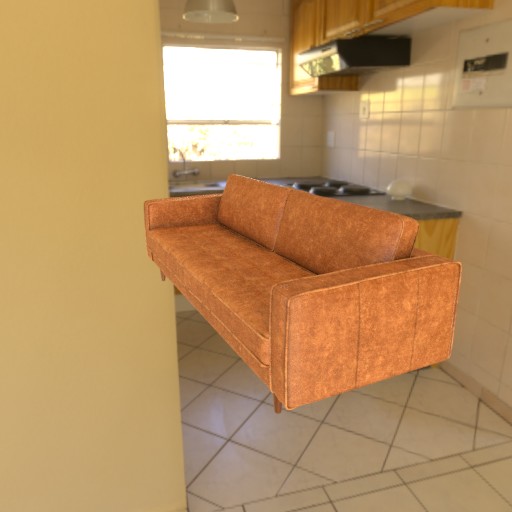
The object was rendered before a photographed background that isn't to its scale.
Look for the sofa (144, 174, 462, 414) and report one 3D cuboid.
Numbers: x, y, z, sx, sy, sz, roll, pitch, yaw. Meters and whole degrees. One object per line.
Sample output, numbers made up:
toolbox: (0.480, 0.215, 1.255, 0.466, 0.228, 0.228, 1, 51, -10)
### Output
sofa: (0.000, 0.000, 2.645, 0.886, 0.779, 2.199, -8, 18, -25)
